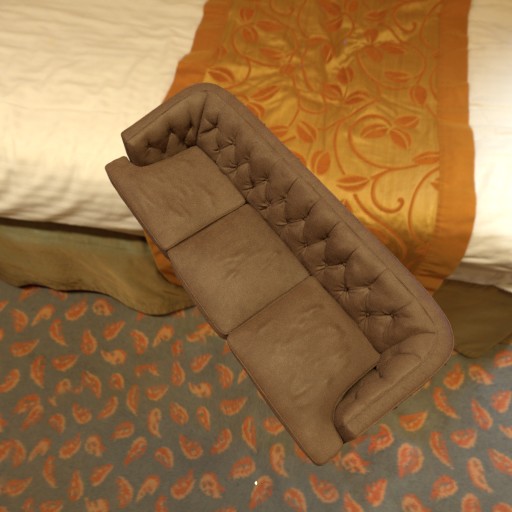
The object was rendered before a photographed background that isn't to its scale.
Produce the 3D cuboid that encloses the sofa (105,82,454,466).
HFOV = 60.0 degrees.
[{"bbox_3d":[0.000,0.000,2.662,0.927,0.787,2.227,-33,68,-16],"label":"sofa"}]
